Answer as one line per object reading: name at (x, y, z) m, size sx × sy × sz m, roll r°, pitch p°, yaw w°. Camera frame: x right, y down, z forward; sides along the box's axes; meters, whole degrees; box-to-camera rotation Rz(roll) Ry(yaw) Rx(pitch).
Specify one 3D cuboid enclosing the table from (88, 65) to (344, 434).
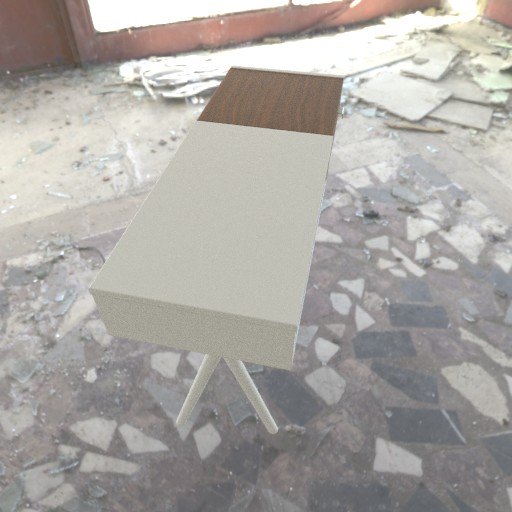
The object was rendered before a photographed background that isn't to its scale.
table at (0.000, 0.000, 1.456) m, size 0.418 × 0.785 × 1.066 m, roll 9°, pitch 46°, yaw 9°
